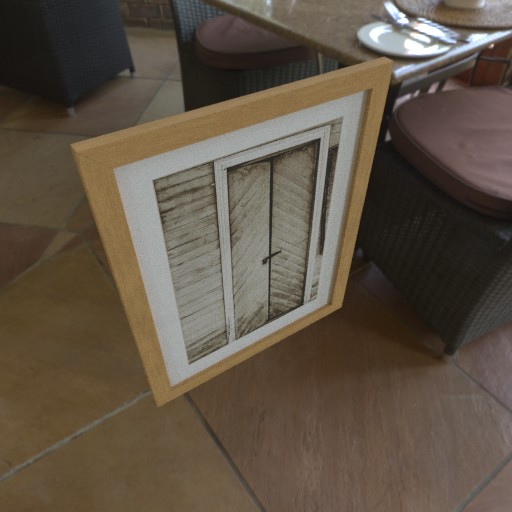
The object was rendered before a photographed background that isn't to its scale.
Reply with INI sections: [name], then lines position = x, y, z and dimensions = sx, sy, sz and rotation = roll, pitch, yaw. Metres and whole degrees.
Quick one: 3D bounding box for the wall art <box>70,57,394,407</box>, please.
[wall art]
position = 0.000, 0.000, 0.753
dimensions = 0.460, 0.561, 0.020
rotation = -24, 49, -23
